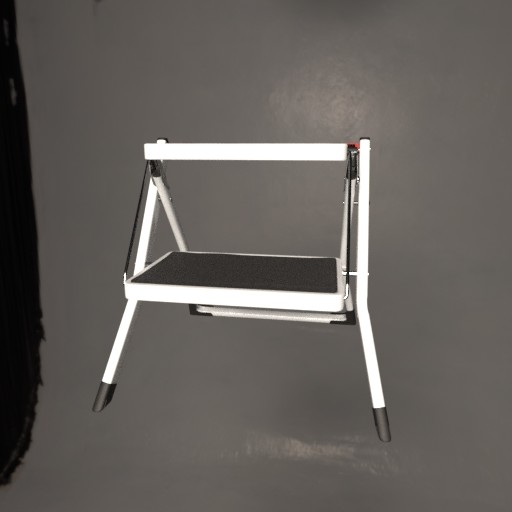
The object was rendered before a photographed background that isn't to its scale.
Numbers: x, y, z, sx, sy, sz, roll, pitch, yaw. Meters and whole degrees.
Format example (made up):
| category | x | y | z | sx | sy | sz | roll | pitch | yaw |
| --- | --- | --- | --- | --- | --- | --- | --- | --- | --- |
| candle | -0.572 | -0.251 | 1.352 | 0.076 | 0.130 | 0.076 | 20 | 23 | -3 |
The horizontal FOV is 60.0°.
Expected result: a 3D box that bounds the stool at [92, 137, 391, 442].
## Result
| category | x | y | z | sx | sy | sz | roll | pitch | yaw |
| --- | --- | --- | --- | --- | --- | --- | --- | --- | --- |
| stool | 0.000 | 0.000 | 0.858 | 0.485 | 0.445 | 0.490 | 2 | 14 | 9 |
